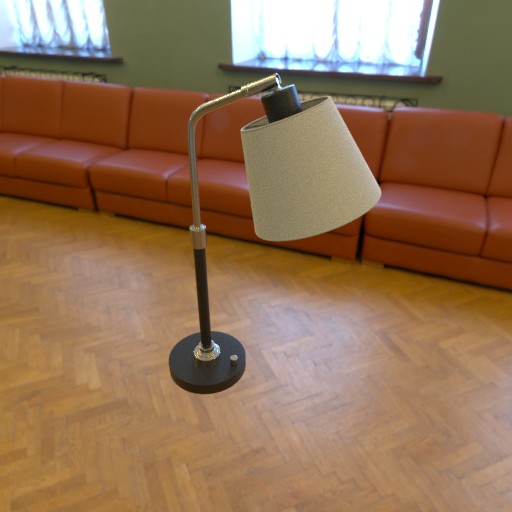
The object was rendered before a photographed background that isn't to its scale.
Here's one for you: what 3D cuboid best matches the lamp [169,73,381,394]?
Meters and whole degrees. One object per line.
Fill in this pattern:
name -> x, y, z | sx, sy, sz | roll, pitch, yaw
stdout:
lamp -> 0.000, 0.000, 0.696 | 0.348, 0.539, 0.181 | 11, 33, 18
